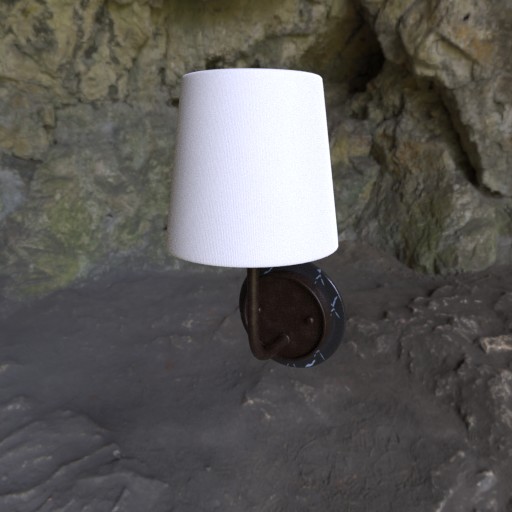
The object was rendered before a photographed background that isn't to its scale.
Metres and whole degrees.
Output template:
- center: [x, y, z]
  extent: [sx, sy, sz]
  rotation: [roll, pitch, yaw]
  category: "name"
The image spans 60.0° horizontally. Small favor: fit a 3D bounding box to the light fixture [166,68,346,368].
- center: [0.000, 0.000, 0.453]
  extent: [0.168, 0.337, 0.188]
  rotation: [8, 17, 27]
  category: "light fixture"
